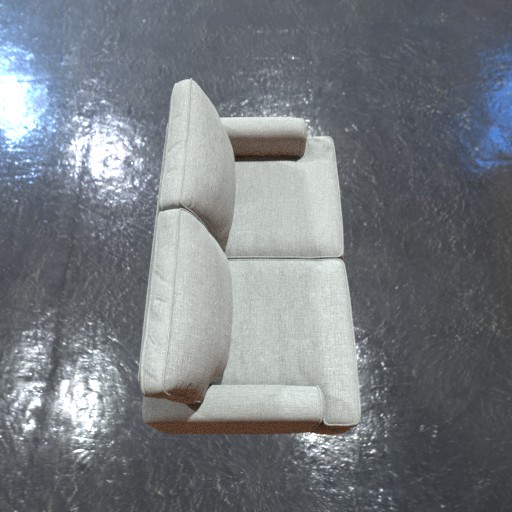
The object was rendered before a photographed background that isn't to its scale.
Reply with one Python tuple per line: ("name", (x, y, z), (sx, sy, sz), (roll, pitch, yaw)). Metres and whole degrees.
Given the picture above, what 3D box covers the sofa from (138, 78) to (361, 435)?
("sofa", (0.000, 0.000, 2.258), (0.965, 0.965, 1.651), (0, 64, 0))
